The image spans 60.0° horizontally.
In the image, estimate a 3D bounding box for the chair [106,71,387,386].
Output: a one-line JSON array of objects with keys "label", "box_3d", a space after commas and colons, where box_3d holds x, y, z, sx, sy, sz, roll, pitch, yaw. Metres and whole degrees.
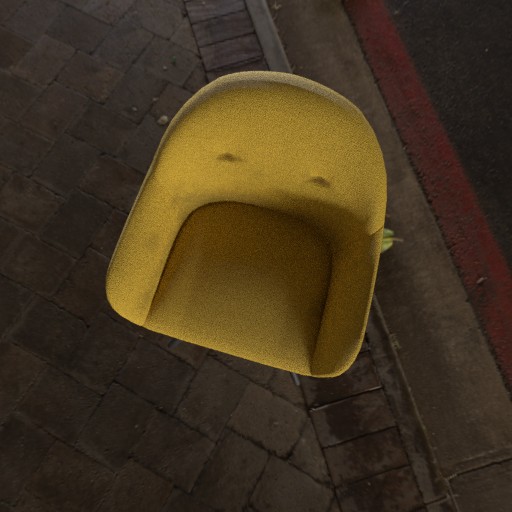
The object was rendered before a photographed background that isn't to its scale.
[{"label": "chair", "box_3d": [0.000, 0.000, 1.169, 0.545, 0.775, 0.565, 15, 75, 4]}]
